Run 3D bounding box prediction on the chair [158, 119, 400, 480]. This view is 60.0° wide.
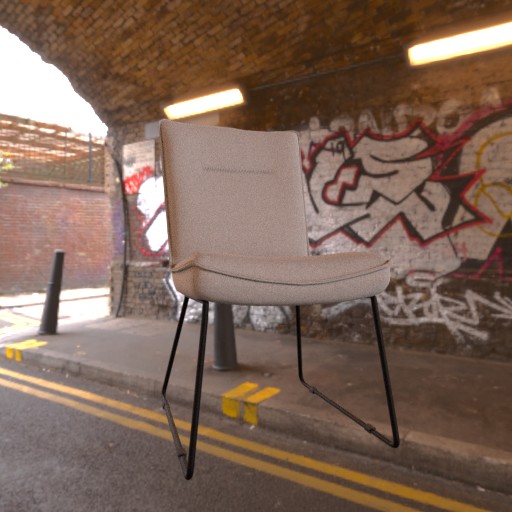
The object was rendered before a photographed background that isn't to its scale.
[{"bbox_3d":[0.000,0.000,1.298,0.515,0.930,0.688,0,1,-17],"label":"chair"}]
